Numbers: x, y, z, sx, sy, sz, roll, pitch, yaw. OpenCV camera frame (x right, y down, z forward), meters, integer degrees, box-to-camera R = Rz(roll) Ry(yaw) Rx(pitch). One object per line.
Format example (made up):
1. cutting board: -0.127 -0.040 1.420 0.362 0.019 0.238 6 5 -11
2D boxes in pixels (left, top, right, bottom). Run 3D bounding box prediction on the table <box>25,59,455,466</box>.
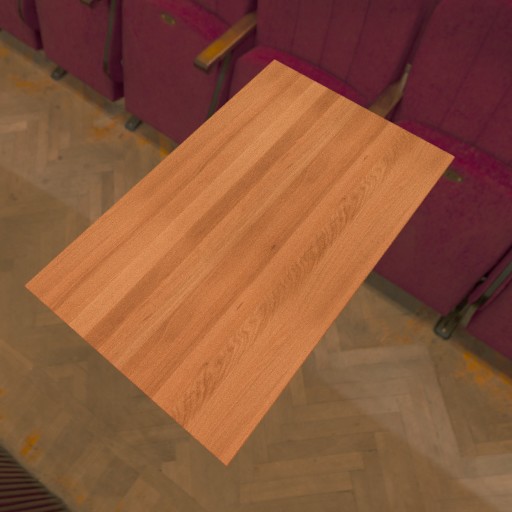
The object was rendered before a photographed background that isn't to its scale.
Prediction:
1. table: 0.000 0.000 1.501 0.700 0.510 1.100 35 68 16
